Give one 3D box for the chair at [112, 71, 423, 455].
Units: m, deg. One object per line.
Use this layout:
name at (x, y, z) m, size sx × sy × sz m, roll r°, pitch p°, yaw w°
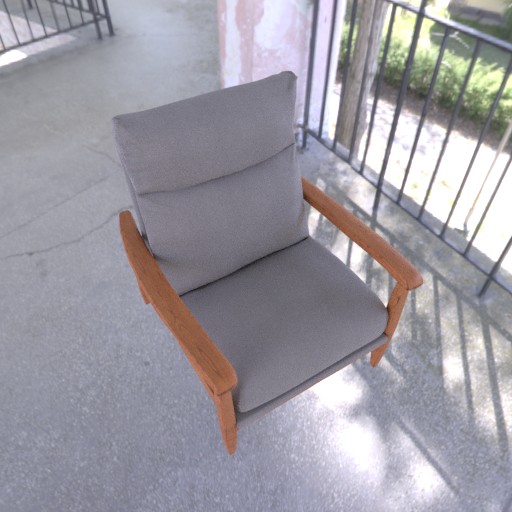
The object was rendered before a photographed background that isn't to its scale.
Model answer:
chair at (0.000, 0.000, 1.514) m, size 0.782 × 0.922 × 0.816 m, roll -23°, pitch 50°, yaw -22°
